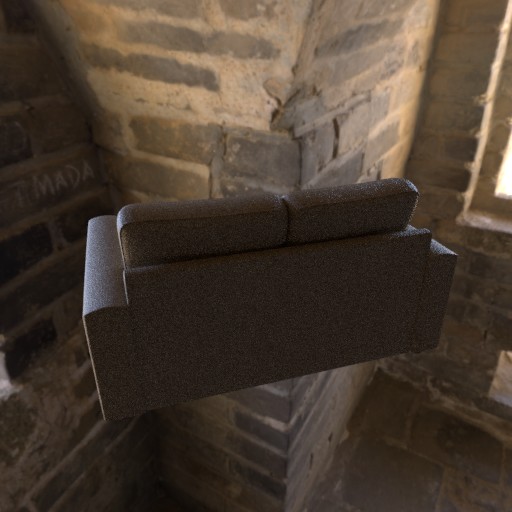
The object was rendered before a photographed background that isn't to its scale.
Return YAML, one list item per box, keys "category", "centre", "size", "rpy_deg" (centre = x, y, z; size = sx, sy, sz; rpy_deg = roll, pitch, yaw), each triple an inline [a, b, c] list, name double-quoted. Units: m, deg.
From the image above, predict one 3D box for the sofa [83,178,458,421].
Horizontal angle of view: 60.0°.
- category: "sofa"
  centre: [0.000, 0.000, 2.270]
  size: [1.616, 0.873, 1.016]
  rpy_deg: [-8, 28, -16]
